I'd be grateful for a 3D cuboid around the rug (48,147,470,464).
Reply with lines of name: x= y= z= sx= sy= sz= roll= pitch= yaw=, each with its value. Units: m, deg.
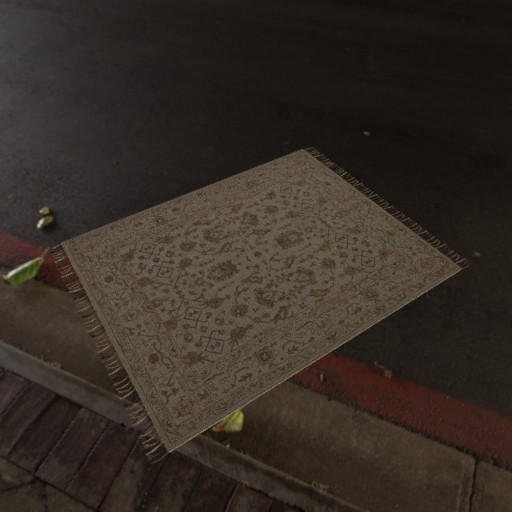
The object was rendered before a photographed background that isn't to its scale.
rug: x=0.000 y=0.000 z=2.239 sx=1.726 sy=0.009 sz=1.278 roll=-26 pitch=51 yaw=-22
